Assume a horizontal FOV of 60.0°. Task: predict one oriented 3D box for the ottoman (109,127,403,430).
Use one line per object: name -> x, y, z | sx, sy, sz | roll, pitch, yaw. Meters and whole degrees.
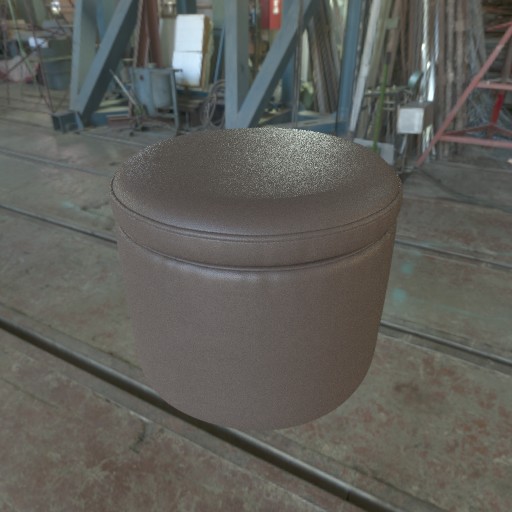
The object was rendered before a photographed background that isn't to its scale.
ottoman -> 0.000, 0.000, 0.859 | 0.500, 0.409, 0.500 | 0, 30, 0
